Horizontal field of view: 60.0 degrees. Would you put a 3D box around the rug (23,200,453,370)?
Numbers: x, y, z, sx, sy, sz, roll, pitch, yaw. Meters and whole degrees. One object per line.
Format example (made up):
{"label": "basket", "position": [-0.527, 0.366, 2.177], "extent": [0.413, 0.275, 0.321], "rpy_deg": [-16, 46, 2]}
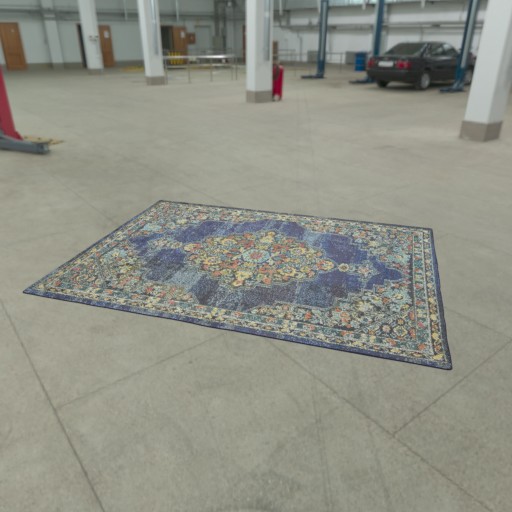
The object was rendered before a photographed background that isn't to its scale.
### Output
{"label": "rug", "position": [0.000, 0.000, 2.859], "extent": [2.232, 0.009, 1.630], "rpy_deg": [8, 27, 15]}
